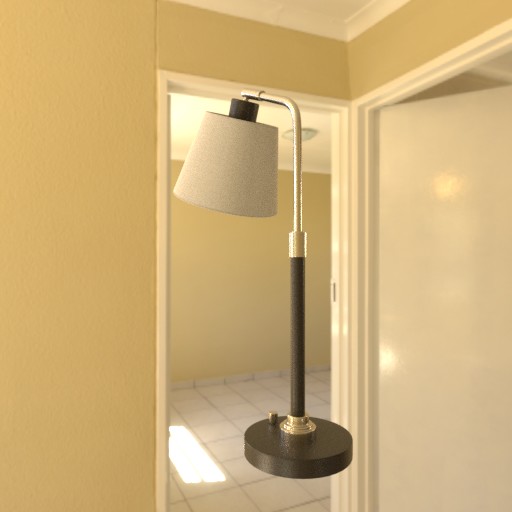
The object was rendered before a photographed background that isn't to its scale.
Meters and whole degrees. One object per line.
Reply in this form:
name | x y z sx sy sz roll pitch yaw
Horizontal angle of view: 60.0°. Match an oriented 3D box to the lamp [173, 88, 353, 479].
lamp | 0.000 0.000 0.690 0.181 0.539 0.348 0 0 -35
